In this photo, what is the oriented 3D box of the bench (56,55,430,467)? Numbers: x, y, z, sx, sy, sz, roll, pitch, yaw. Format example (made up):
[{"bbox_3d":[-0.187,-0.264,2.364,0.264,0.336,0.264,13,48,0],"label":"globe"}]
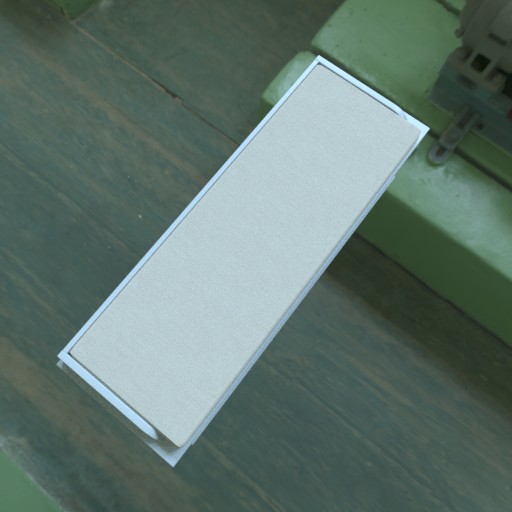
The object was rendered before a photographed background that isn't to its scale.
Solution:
[{"bbox_3d":[0.000,0.000,1.430,0.402,0.486,1.185,37,78,9],"label":"bench"}]
